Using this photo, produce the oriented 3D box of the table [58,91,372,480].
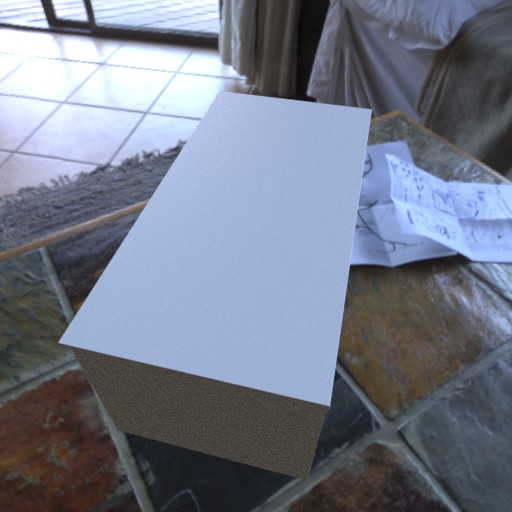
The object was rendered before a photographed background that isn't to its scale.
[{"bbox_3d":[0.000,0.000,1.263,0.500,0.441,1.000,10,48,10],"label":"table"}]
